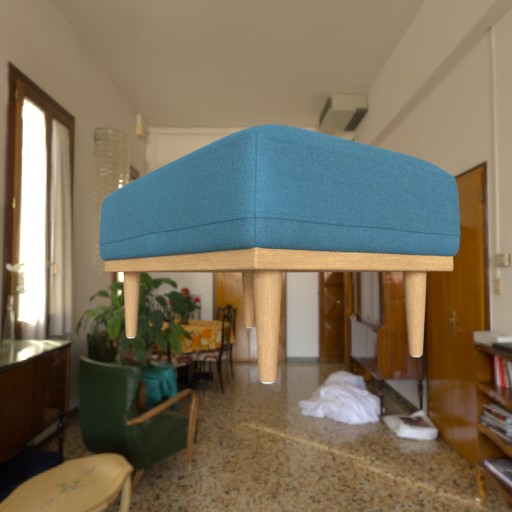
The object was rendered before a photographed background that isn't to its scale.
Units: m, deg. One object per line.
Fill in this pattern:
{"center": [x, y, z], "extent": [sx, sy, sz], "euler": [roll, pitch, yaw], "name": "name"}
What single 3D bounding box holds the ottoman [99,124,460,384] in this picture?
{"center": [0.000, 0.000, 1.064], "extent": [0.549, 0.428, 0.749], "euler": [2, -3, -35], "name": "ottoman"}
